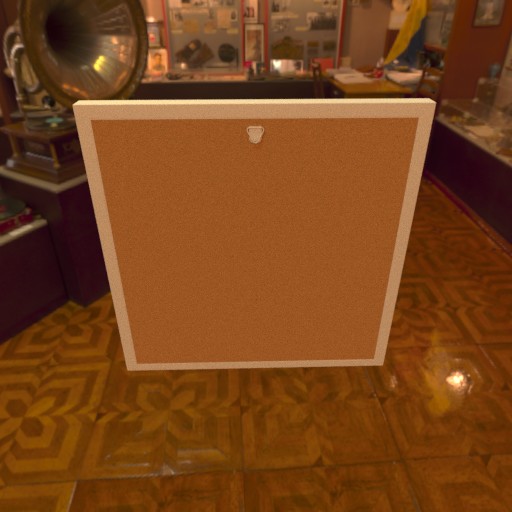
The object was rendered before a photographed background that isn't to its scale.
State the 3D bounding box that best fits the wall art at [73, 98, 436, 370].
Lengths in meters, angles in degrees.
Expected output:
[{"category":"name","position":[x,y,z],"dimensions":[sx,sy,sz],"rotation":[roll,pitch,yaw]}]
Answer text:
[{"category":"wall art","position":[0.000,0.000,1.135],"dimensions":[0.761,0.762,0.050],"rotation":[-1,31,-1]}]
